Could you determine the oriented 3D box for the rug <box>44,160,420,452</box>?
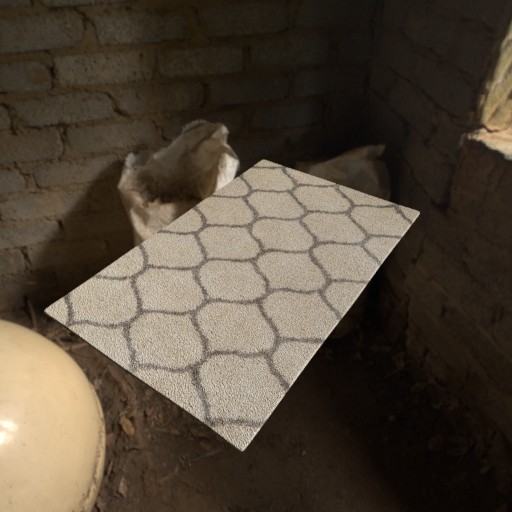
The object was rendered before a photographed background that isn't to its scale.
[{"bbox_3d":[0.000,0.000,3.076,1.501,0.024,2.348,24,46,26],"label":"rug"}]
